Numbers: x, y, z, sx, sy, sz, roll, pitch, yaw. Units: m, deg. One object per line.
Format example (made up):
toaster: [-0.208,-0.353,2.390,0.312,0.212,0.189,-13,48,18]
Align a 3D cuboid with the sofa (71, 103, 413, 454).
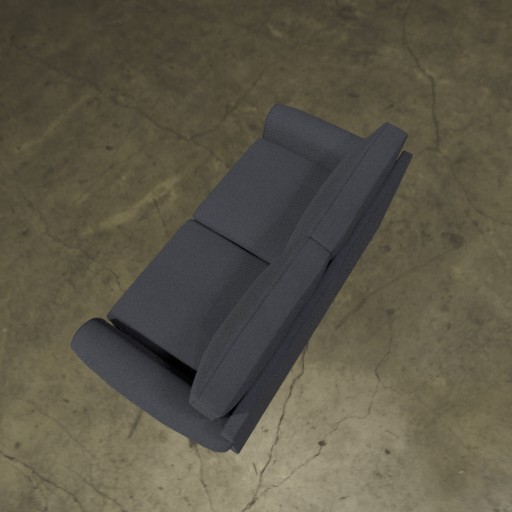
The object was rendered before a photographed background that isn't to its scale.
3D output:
sofa: [0.000,0.000,2.533,0.951,1.031,2.009,30,67,15]
